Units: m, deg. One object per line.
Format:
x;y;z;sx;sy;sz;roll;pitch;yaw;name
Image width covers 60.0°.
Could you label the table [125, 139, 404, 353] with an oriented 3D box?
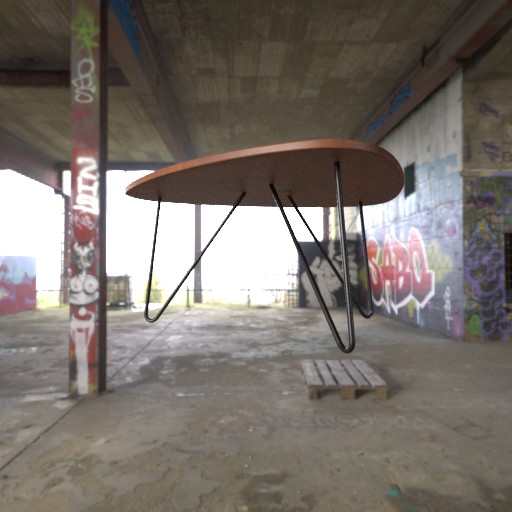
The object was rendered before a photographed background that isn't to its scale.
0.000;0.000;1.291;0.821;0.413;0.833;0;-2;18;table
